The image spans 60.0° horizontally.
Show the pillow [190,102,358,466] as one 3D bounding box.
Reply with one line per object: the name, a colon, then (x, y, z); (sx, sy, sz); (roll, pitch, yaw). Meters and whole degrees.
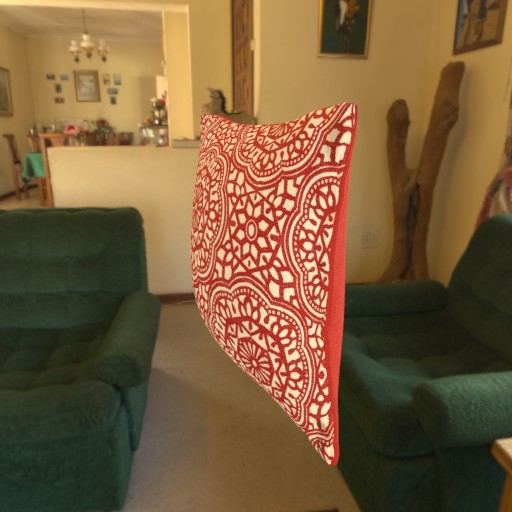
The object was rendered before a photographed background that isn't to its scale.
pillow: (0.000, 0.000, 0.666); (0.162, 0.419, 0.438); (-8, 18, -25)
